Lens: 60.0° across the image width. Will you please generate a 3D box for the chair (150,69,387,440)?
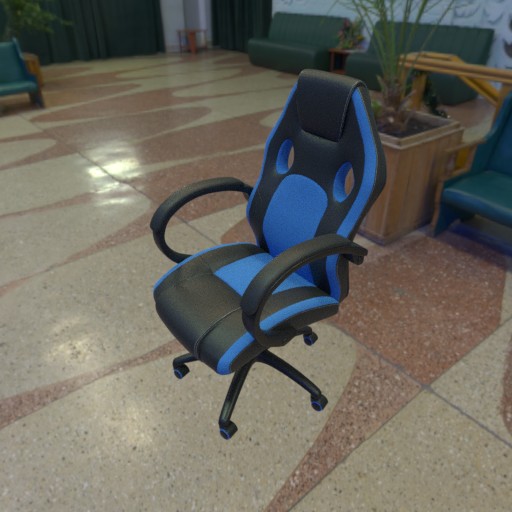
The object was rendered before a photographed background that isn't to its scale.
[{"bbox_3d":[0.000,0.000,1.618,0.724,1.187,0.673,-22,38,-30],"label":"chair"}]
